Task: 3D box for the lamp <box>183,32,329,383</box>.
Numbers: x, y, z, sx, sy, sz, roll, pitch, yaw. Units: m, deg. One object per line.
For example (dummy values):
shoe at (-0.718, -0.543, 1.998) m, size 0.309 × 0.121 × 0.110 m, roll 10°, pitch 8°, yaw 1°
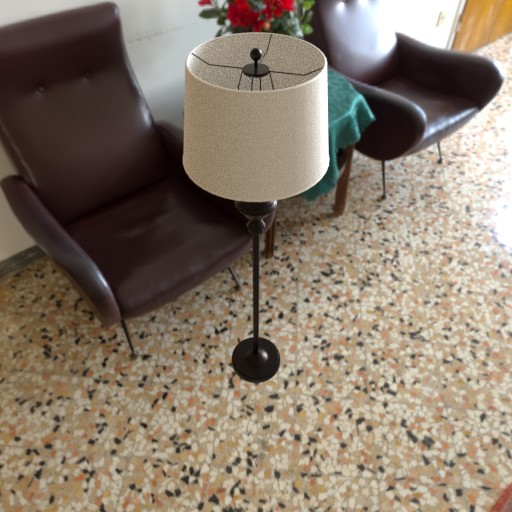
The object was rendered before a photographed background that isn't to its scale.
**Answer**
lamp at (0.000, 0.000, 1.627) m, size 0.431 × 1.484 × 0.431 m, roll 0°, pitch 47°, yaw 0°
